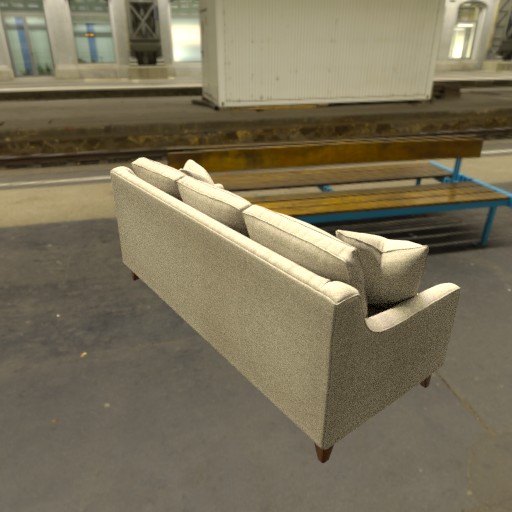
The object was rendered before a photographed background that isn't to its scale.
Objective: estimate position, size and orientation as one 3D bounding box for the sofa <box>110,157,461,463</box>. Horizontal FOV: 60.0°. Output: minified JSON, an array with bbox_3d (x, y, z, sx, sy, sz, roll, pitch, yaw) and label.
[{"bbox_3d":[0.000,0.000,2.523,0.865,0.914,2.031,-18,31,-33],"label":"sofa"}]
